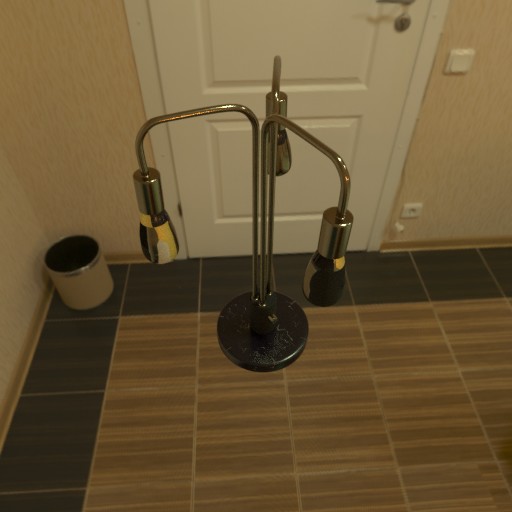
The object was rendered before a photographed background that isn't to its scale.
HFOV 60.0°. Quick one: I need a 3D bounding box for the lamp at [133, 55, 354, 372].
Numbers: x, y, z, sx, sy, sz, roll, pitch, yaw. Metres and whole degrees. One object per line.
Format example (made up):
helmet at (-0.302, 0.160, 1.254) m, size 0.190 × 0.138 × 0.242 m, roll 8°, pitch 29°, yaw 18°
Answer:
lamp at (0.000, 0.000, 0.788) m, size 0.355 × 0.560 × 0.368 m, roll -25°, pitch 51°, yaw -22°
